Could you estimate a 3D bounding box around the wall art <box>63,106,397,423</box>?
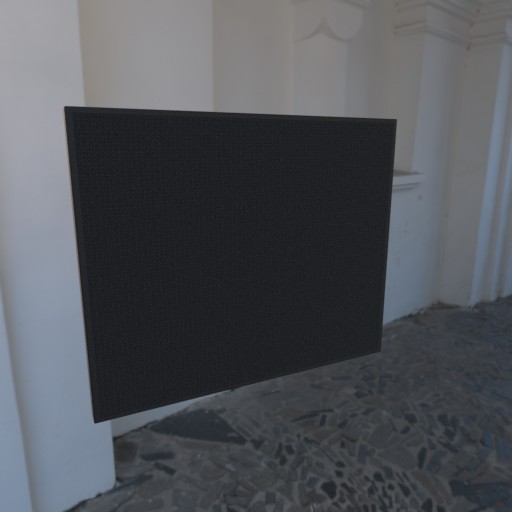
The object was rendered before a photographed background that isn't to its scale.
[{"bbox_3d":[0.000,0.000,0.750,0.559,0.458,0.029,-7,15,-26],"label":"wall art"}]
